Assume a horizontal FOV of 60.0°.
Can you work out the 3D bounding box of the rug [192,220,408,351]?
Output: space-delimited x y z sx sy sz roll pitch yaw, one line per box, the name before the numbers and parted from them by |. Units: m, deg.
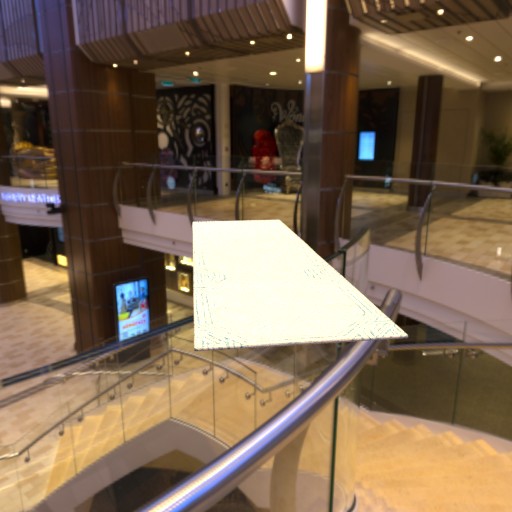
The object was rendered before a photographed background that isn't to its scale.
rug | 0.000 0.000 2.724 0.775 0.012 2.452 -2 15 -8
